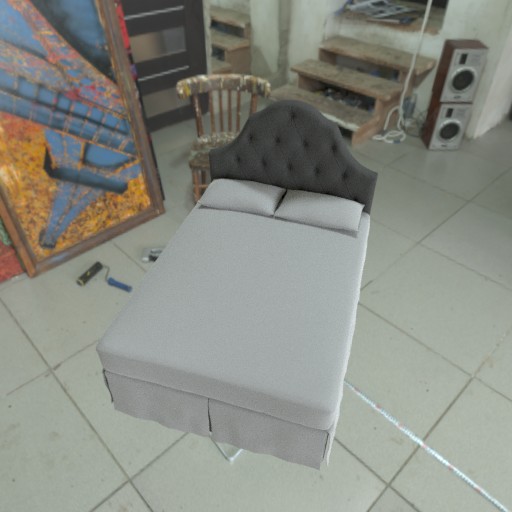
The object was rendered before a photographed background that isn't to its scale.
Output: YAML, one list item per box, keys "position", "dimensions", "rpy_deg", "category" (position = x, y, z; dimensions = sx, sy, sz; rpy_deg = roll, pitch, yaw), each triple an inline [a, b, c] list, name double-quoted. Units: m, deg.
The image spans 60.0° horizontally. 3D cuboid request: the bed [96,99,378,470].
- position: [0.000, 0.000, 3.315]
  dimensions: [1.636, 1.575, 2.155]
  rpy_deg: [11, 42, 13]
  category: "bed"
